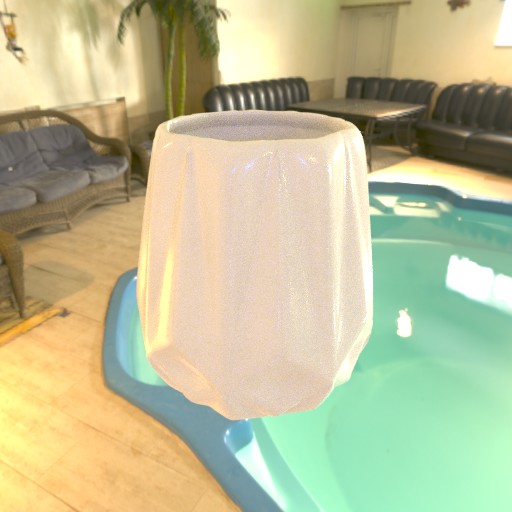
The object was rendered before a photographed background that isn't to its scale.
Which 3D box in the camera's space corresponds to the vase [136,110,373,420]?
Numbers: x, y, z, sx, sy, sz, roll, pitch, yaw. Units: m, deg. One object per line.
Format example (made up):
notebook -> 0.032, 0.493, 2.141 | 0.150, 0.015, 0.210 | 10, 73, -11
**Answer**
vase -> 0.000, 0.000, 0.259 | 0.141, 0.152, 0.141 | 0, 26, 0
